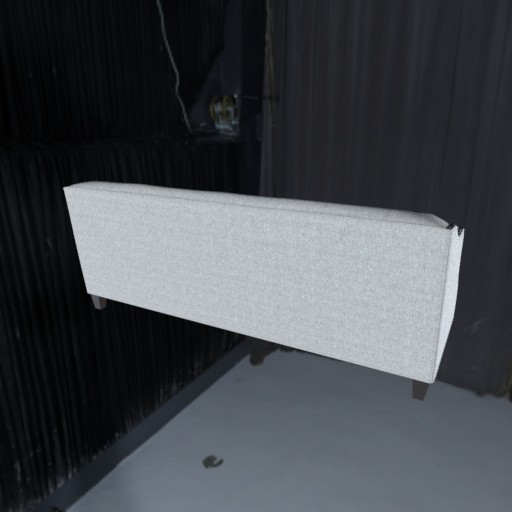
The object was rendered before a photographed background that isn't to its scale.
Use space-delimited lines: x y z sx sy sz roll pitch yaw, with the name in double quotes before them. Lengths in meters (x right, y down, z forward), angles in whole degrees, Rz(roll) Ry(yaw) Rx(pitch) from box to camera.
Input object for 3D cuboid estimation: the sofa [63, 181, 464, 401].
"sofa" 0.000 0.000 2.715 2.235 0.901 0.914 9 20 28
